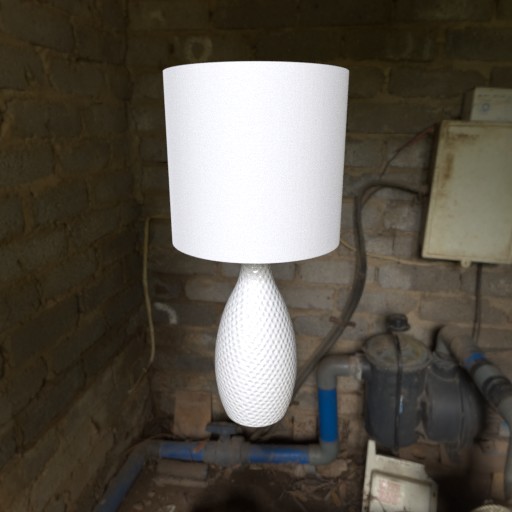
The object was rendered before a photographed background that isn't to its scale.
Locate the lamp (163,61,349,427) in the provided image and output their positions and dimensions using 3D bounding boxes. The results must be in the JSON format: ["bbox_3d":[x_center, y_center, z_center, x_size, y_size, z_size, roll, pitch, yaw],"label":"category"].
[{"bbox_3d":[0.000,0.000,0.586,0.214,0.466,0.214,-9,19,-26],"label":"lamp"}]
